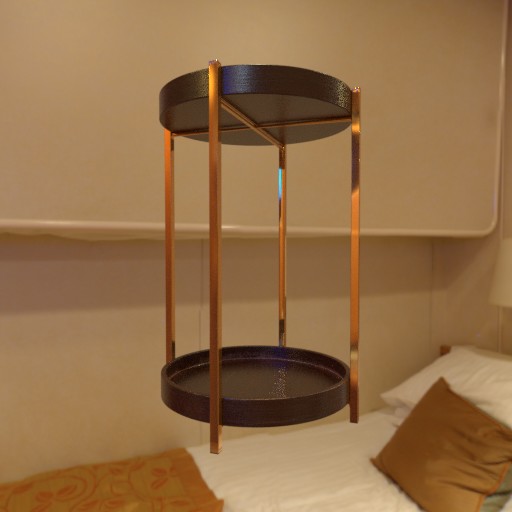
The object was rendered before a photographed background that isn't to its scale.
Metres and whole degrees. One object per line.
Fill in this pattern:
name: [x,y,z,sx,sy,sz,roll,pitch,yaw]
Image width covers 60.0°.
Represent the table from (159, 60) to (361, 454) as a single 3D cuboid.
table: [0.000,0.000,0.875,0.400,0.610,0.400,1,2,19]
